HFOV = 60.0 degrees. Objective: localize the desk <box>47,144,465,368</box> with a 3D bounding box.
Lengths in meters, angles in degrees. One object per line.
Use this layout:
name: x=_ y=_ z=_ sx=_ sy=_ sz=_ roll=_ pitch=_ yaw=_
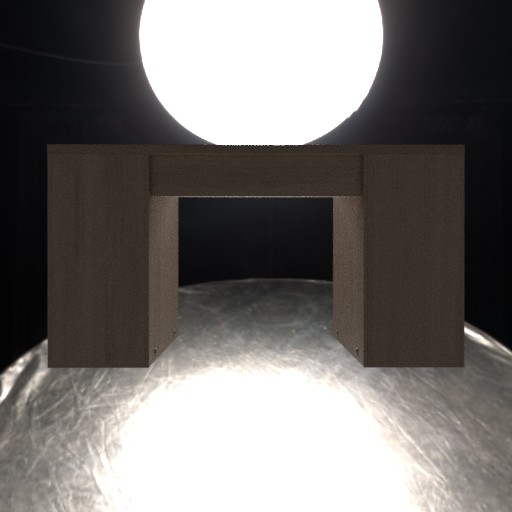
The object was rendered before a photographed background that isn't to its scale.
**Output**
desk: x=0.000 y=0.000 z=1.768 sx=1.390 sy=0.740 sz=0.600 roll=0 pitch=0 yaw=0
